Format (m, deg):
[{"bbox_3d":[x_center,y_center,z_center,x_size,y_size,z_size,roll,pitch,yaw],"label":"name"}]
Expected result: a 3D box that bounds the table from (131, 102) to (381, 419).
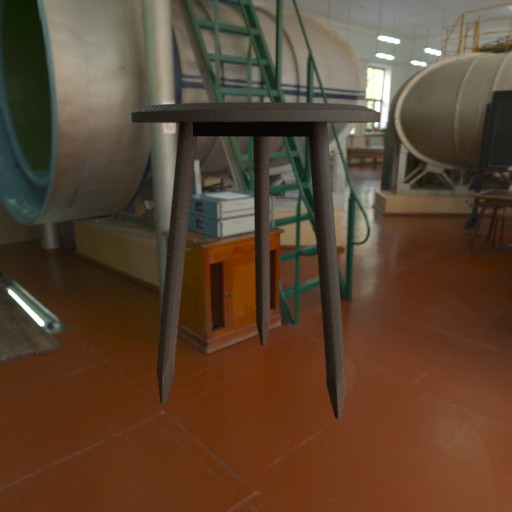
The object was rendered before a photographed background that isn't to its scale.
[{"bbox_3d":[0.000,0.000,0.922,0.457,0.585,0.457,0,16,0],"label":"table"}]
